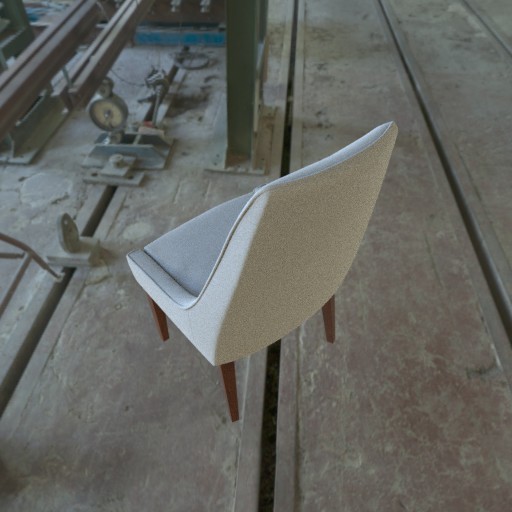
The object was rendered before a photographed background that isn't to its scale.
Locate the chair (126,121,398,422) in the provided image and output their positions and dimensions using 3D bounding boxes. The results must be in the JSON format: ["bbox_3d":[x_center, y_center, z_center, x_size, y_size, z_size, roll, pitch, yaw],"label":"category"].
[{"bbox_3d":[0.000,0.000,1.211,0.529,0.861,0.544,-31,53,-28],"label":"chair"}]
